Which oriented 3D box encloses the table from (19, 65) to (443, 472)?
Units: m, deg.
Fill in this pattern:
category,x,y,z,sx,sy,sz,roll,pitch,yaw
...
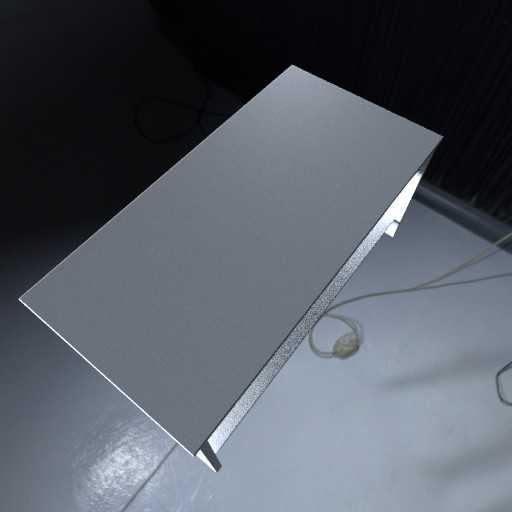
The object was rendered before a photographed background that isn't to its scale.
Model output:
category,x,y,z,sx,sy,sz,roll,pitch,yaw
table,0.000,0.000,1.255,0.500,0.441,1.000,34,64,19
